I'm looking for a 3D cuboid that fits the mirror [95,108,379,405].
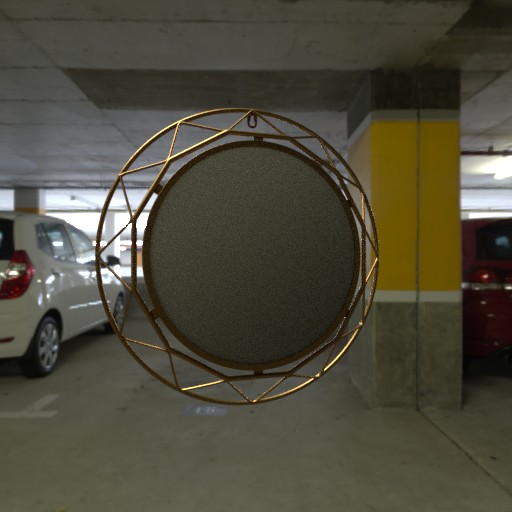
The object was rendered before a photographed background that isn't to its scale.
[{"bbox_3d":[0.000,0.000,0.664,0.454,0.454,0.043,0,-1,-19],"label":"mirror"}]
